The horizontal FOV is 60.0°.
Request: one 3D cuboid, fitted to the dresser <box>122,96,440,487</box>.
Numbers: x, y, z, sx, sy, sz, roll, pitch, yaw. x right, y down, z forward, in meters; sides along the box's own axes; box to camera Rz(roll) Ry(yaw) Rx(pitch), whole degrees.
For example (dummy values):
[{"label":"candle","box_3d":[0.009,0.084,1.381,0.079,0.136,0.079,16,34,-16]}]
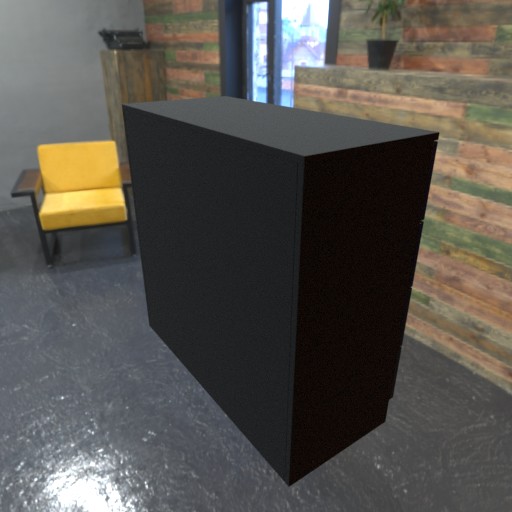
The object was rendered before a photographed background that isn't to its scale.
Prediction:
[{"label":"dresser","box_3d":[0.000,0.000,1.175,0.360,0.720,0.750,-17,31,-32]}]
